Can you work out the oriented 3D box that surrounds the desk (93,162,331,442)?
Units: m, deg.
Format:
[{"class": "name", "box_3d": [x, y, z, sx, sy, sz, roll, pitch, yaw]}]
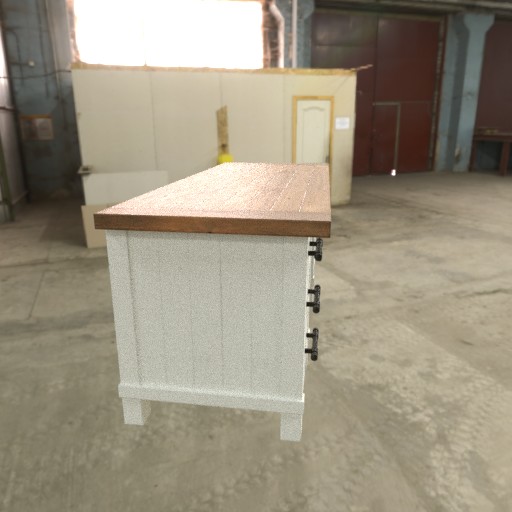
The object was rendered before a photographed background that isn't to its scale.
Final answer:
[{"class": "desk", "box_3d": [0.000, 0.000, 2.213, 0.688, 0.760, 1.803, 3, 17, 8]}]
